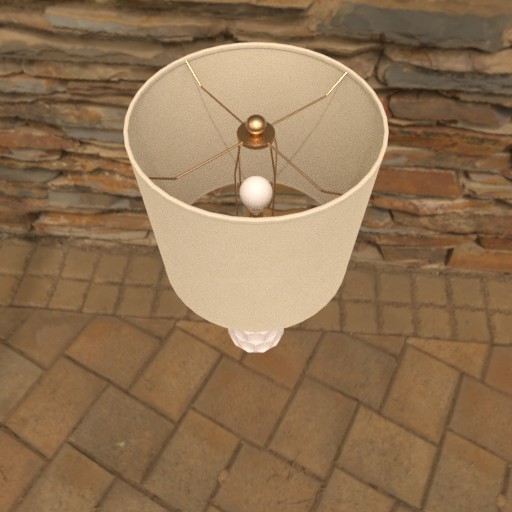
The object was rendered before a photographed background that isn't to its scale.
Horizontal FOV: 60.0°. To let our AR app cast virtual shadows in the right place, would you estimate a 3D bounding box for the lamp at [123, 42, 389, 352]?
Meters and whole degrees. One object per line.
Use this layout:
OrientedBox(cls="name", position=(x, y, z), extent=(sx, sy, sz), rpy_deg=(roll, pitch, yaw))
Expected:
OrientedBox(cls="lamp", position=(0.000, 0.000, 0.692), extent=(0.277, 0.537, 0.277), rpy_deg=(0, 57, 0))
